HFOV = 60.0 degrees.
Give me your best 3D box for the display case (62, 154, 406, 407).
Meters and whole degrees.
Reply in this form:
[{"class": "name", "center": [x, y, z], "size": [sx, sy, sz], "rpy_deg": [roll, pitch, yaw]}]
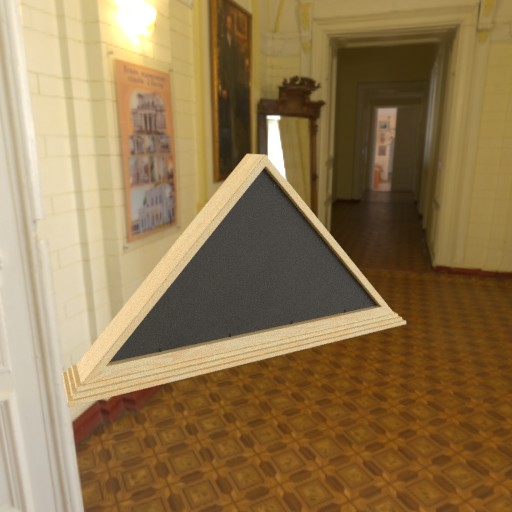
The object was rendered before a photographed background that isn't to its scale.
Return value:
[{"class": "display case", "center": [0.000, 0.000, 0.760], "size": [0.640, 0.340, 0.095], "rpy_deg": [-7, 16, -26]}]
